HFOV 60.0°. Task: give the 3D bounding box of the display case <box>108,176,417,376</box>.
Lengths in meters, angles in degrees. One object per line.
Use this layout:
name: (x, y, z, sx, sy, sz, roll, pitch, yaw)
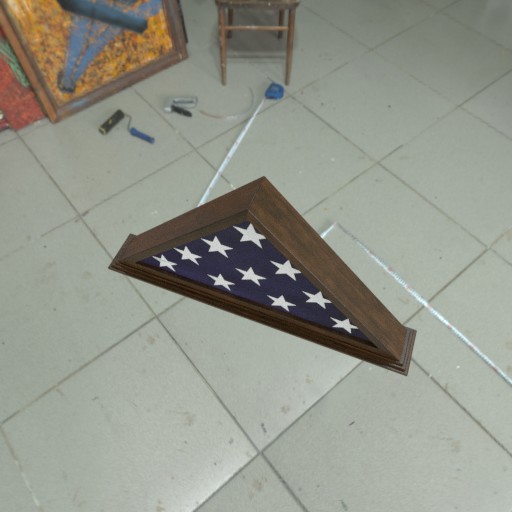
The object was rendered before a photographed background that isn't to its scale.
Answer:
display case: (0.000, 0.000, 0.766, 0.640, 0.340, 0.095, 18, 60, 11)
